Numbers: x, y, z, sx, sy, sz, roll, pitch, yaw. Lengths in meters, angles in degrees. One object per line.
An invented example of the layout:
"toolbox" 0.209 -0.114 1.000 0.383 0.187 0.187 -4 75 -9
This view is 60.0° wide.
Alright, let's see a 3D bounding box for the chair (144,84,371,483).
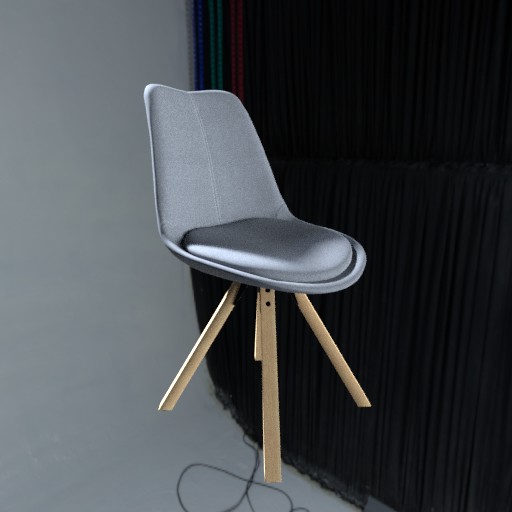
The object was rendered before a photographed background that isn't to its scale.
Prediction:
"chair" 0.000 0.000 1.158 0.549 0.863 0.474 14 20 42
